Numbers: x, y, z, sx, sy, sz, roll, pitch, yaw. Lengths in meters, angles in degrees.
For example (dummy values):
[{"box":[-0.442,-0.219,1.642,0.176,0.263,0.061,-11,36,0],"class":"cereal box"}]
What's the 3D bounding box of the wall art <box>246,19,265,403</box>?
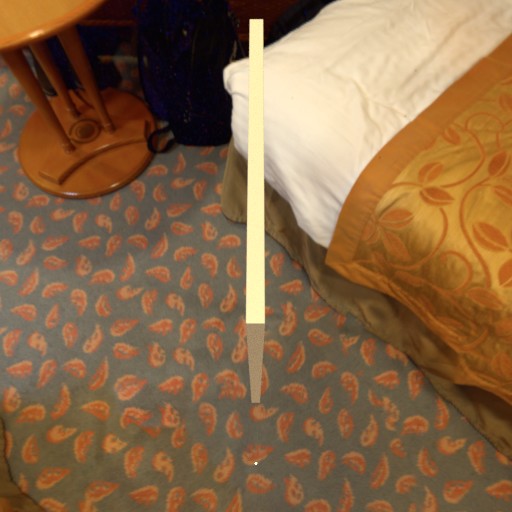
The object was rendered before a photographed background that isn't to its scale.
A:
[{"box":[0.000,0.000,0.560,0.013,0.433,0.303,0,65,0],"class":"wall art"}]
